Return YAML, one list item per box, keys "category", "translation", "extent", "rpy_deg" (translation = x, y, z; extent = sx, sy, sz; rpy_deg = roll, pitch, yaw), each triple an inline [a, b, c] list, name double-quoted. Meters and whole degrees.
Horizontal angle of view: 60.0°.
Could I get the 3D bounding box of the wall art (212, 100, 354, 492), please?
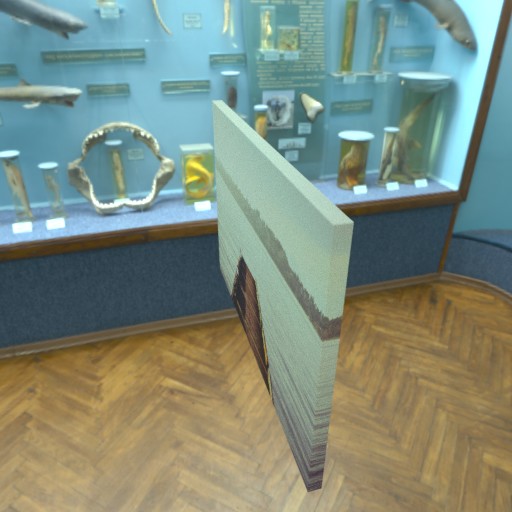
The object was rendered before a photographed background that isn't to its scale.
- category: "wall art"
  translation: [0.000, 0.000, 1.437]
  extent: [0.040, 0.765, 1.149]
  rpy_deg: [-8, 31, -13]
